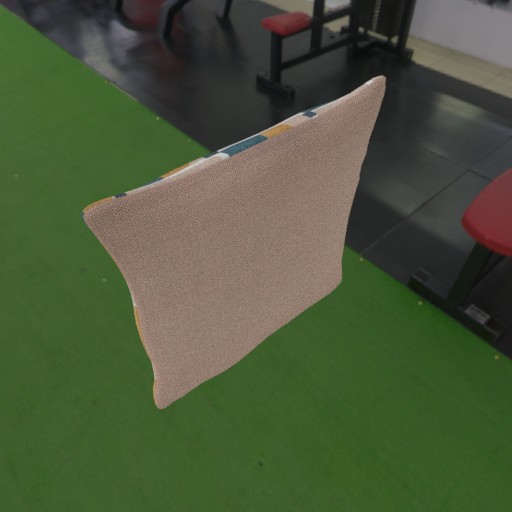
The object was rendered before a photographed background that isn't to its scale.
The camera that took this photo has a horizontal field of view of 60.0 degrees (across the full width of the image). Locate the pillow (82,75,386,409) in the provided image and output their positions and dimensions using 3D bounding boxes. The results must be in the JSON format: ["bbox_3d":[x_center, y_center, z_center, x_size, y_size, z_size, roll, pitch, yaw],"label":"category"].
[{"bbox_3d":[0.000,0.000,0.732,0.478,0.479,0.158,-31,54,-26],"label":"pillow"}]
